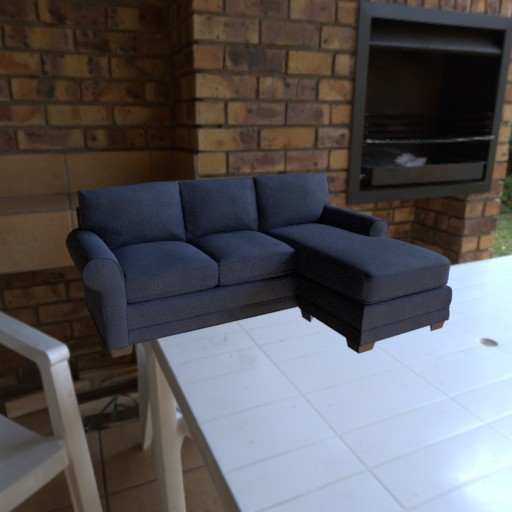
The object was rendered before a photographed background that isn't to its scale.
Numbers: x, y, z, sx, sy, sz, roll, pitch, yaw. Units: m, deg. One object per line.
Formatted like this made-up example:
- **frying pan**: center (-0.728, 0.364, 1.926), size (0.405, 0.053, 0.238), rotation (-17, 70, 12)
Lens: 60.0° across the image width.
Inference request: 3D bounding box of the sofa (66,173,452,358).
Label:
- **sofa**: center (0.000, 0.000, 3.440), size (2.567, 1.063, 1.780), rotation (-9, 19, -27)
